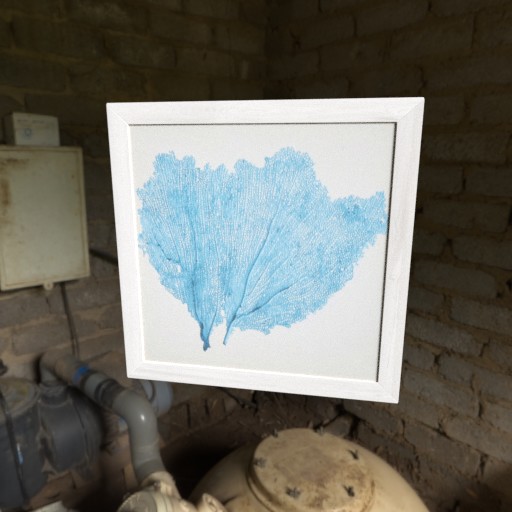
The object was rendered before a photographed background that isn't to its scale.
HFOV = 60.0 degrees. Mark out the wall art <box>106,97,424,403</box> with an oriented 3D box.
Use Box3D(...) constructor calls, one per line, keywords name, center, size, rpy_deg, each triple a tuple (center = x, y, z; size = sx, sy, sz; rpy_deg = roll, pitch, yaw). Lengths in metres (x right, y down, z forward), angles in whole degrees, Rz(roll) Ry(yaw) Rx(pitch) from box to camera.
Box3D(name="wall art", center=(0.000, 0.000, 0.879), size=(0.584, 0.584, 0.013), rpy_deg=(2, 14, 10))
